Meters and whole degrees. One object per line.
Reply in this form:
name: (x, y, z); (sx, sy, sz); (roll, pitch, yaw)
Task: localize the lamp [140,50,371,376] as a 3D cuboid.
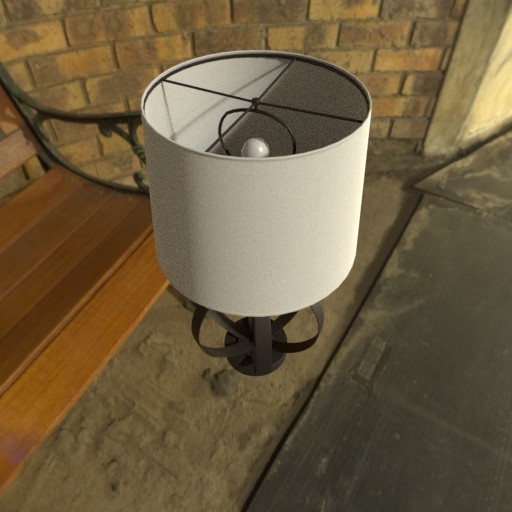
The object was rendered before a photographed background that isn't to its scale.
lamp: (0.000, 0.000, 0.672); (0.286, 0.510, 0.286); (0, 46, 0)
